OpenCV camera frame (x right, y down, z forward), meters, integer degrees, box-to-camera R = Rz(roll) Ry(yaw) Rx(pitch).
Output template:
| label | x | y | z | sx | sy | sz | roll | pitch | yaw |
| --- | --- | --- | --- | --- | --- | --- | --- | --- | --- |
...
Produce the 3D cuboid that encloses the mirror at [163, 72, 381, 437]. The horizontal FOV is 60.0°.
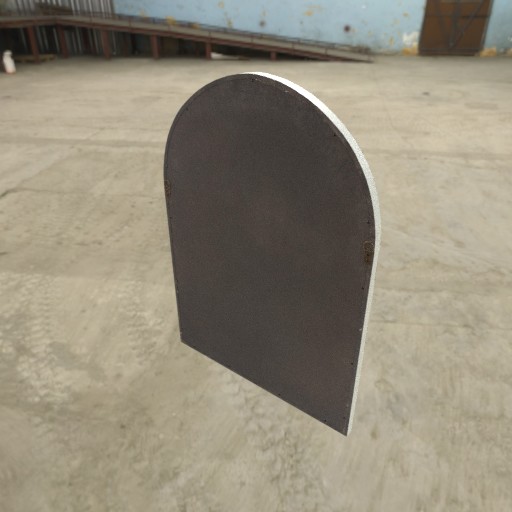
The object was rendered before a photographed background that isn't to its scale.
| label | x | y | z | sx | sy | sz | roll | pitch | yaw |
| --- | --- | --- | --- | --- | --- | --- | --- | --- | --- |
| mirror | 0.000 | 0.000 | 1.196 | 0.660 | 0.920 | 0.032 | 21 | 35 | 32 |
